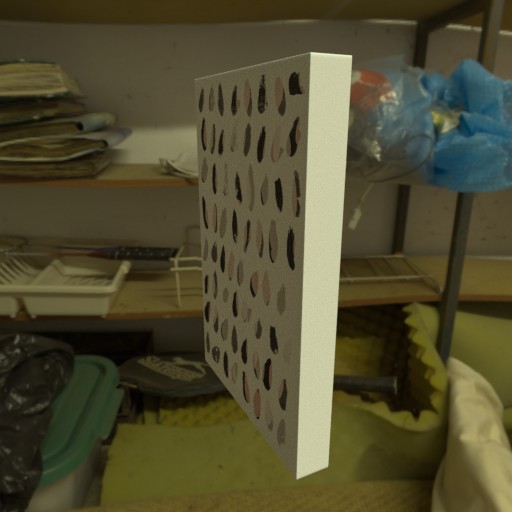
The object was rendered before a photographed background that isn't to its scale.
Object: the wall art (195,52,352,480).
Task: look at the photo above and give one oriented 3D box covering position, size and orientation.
[{"bbox_3d":[0.000,0.000,0.491,0.039,0.381,0.252,-8,19,-25],"label":"wall art"}]
